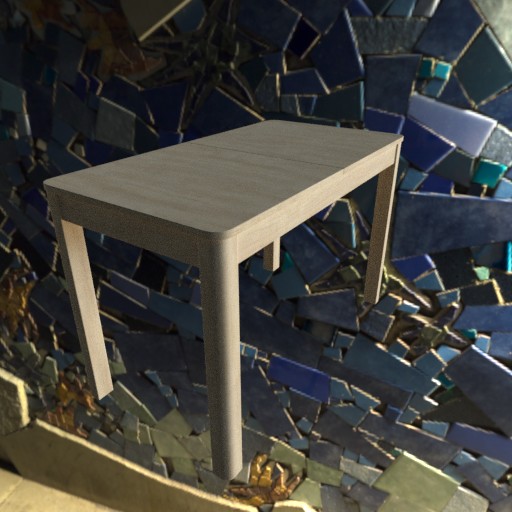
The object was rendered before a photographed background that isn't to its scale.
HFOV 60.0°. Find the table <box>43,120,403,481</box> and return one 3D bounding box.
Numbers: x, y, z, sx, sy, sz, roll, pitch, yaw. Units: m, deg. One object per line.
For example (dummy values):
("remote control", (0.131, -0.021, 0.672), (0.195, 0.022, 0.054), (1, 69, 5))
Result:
("table", (0.000, 0.000, 1.951), (0.750, 0.900, 1.400), (17, 31, 30))
